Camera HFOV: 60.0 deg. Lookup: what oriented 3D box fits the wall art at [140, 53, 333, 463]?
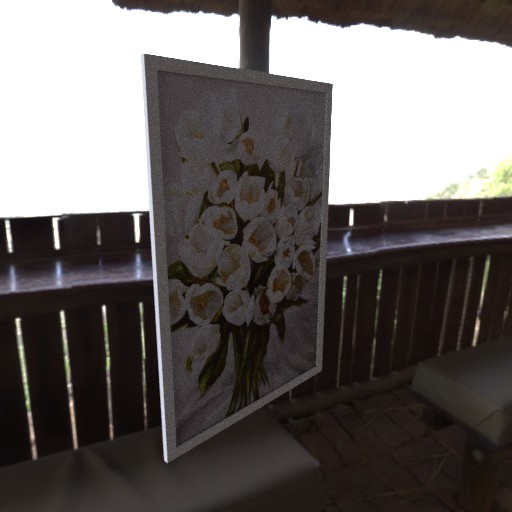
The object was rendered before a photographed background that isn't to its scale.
[{"bbox_3d":[0.000,0.000,1.243,0.015,0.965,0.660,14,20,43],"label":"wall art"}]
